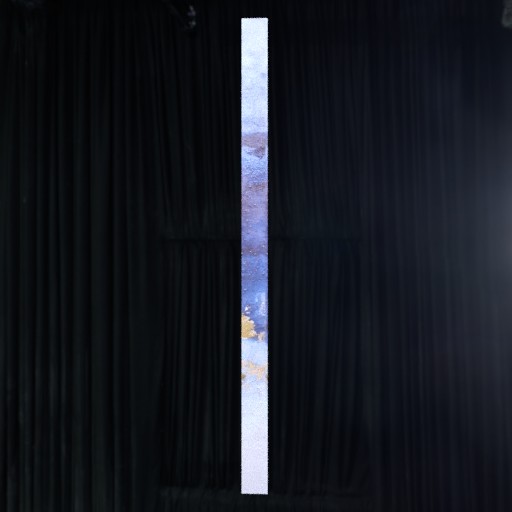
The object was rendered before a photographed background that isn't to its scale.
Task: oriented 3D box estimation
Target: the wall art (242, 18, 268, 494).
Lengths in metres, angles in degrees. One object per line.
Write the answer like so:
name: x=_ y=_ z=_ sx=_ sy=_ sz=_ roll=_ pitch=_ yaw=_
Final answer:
wall art: x=0.000 y=0.000 z=1.106 sx=0.048 sy=0.874 sz=0.583 roll=0 pitch=0 yaw=0
